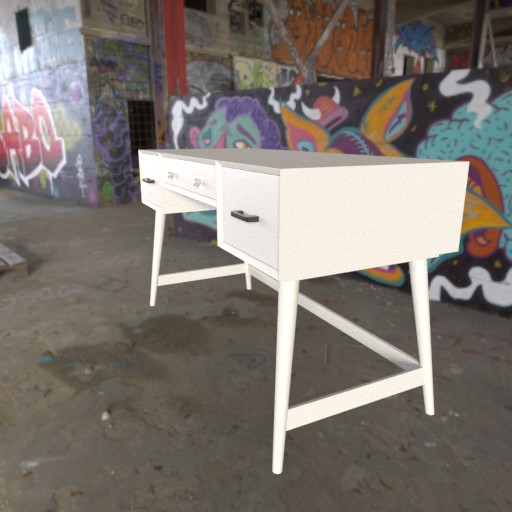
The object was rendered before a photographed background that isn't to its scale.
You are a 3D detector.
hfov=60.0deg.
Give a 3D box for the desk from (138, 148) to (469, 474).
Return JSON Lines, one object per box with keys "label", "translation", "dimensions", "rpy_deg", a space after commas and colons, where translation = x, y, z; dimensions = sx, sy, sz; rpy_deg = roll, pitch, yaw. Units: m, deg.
{"label": "desk", "translation": [0.000, 0.000, 1.699], "dimensions": [0.589, 0.762, 1.313], "rpy_deg": [-8, 17, -26]}
